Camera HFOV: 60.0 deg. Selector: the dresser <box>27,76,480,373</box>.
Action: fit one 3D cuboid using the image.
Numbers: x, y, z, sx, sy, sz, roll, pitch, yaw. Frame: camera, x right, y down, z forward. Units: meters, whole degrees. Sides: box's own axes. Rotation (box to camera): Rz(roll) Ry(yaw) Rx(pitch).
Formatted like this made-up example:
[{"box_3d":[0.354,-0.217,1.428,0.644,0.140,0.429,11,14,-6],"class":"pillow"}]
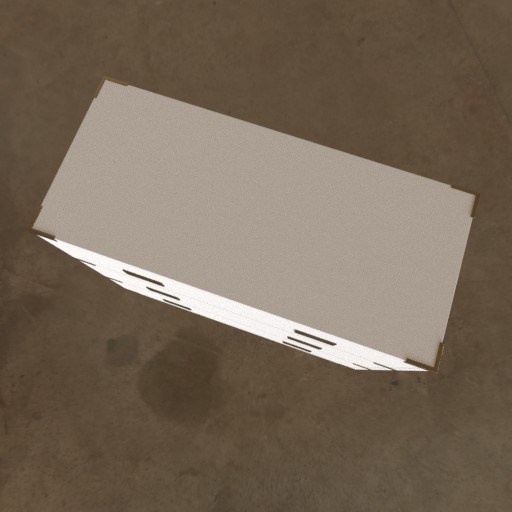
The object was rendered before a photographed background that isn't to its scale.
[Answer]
[{"box_3d":[0.000,0.000,1.522,1.022,0.891,0.460,19,77,5],"class":"dresser"}]
